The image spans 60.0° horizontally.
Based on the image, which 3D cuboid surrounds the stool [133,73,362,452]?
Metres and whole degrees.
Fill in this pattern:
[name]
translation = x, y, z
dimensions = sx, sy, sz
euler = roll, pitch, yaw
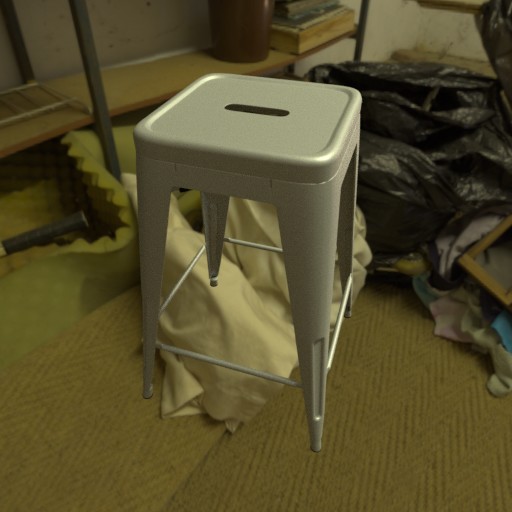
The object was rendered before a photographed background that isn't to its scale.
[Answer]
[stool]
translation = 0.000, 0.000, 0.896
dimensions = 0.406, 0.610, 0.406
euler = 12, 41, 14
